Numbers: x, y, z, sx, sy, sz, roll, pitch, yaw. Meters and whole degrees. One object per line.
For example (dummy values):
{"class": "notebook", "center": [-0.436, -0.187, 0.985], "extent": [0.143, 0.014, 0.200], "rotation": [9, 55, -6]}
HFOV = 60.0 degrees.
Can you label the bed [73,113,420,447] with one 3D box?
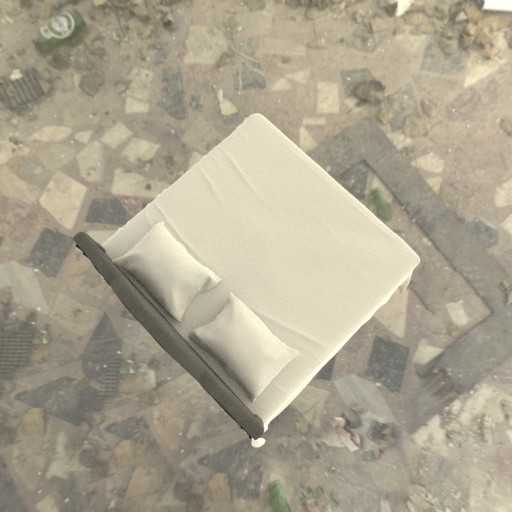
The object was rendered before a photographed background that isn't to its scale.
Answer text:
{"class": "bed", "center": [0.000, 0.000, 3.697], "extent": [2.222, 1.631, 2.303], "rotation": [-43, 79, -11]}
